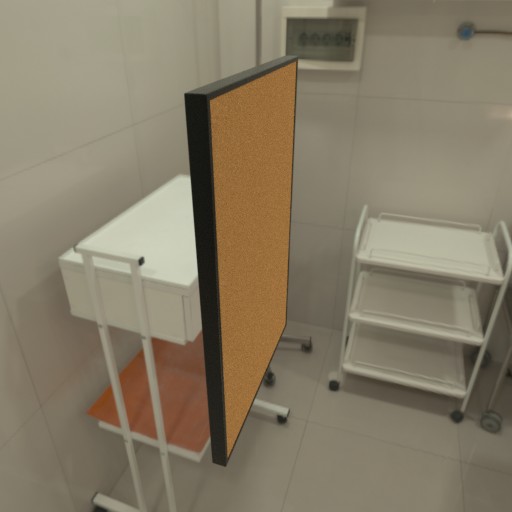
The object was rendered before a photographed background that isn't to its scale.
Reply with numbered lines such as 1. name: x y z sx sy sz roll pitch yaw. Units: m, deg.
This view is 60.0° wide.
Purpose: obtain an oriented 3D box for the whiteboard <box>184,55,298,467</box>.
1. whiteboard: 0.000 0.000 0.780 0.026 0.611 0.406 9 31 16
